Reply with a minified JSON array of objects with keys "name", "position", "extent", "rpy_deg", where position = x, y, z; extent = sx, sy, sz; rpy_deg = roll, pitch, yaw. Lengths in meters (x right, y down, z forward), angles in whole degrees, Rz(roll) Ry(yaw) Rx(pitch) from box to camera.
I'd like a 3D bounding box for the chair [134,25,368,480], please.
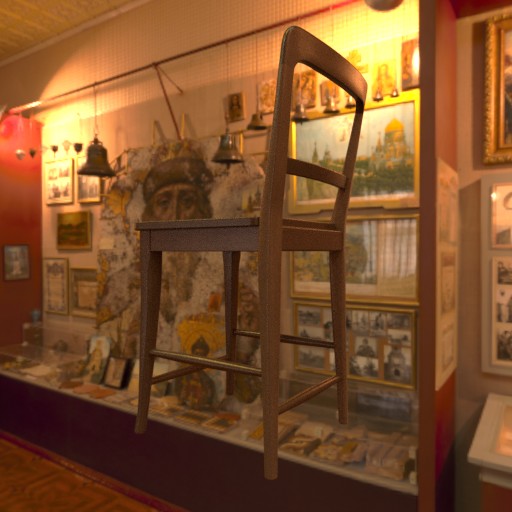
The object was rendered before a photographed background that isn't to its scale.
[{"name":"chair","position":[0.000,0.000,1.251],"extent":[0.546,0.991,0.450],"rpy_deg":[1,1,35]}]
